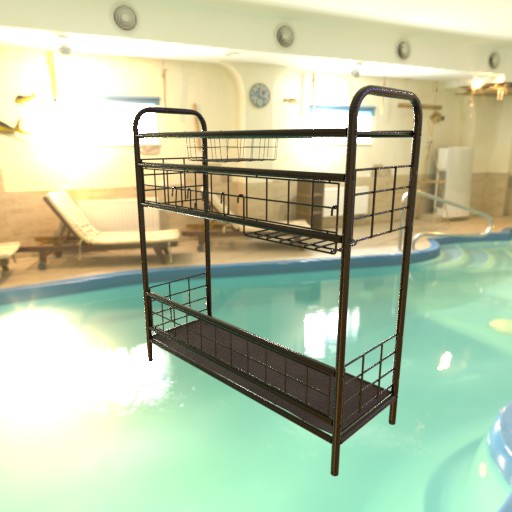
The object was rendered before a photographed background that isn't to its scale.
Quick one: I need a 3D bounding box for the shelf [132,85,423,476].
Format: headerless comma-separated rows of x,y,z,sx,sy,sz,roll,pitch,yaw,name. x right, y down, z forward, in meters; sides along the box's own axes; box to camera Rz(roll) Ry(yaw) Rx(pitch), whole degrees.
0.000,0.000,1.540,0.961,1.026,0.350,14,20,43,shelf
